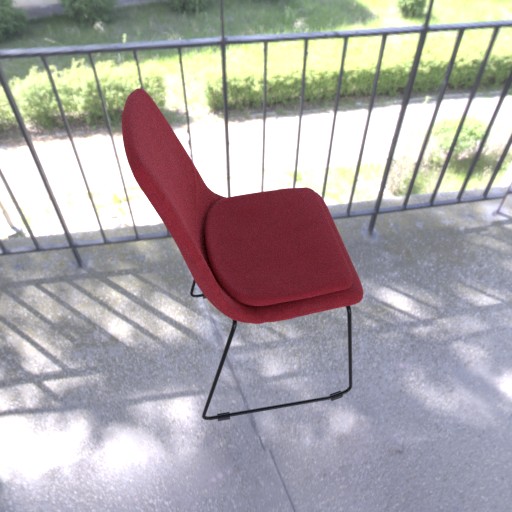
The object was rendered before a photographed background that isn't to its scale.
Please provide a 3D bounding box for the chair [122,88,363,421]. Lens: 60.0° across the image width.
[{"bbox_3d":[0.000,0.000,1.174,0.518,0.858,0.479,-7,47,-7],"label":"chair"}]
